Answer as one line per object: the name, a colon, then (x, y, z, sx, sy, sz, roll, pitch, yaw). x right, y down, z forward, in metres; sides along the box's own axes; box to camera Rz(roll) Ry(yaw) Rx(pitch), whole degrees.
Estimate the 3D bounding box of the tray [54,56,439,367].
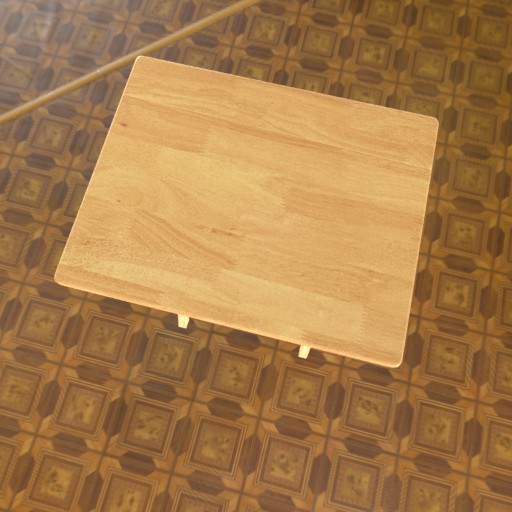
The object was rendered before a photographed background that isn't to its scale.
tray: (0.000, 0.000, 0.956, 0.483, 0.660, 0.381, 13, 75, 4)
